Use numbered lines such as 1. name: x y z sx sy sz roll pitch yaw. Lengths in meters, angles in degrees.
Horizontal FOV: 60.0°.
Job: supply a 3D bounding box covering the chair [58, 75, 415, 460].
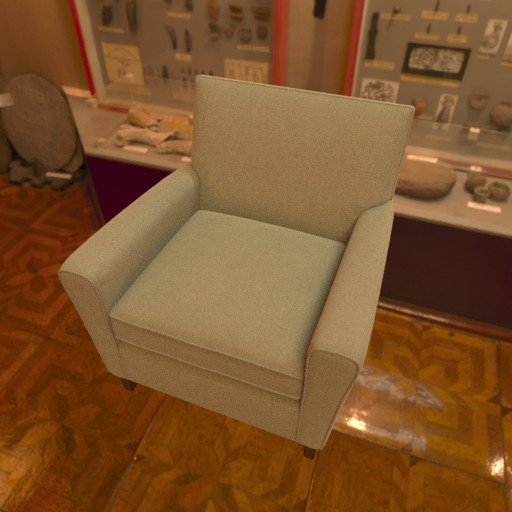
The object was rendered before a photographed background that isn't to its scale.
1. chair: 0.000 0.000 1.501 0.840 0.846 0.871 15 44 15
